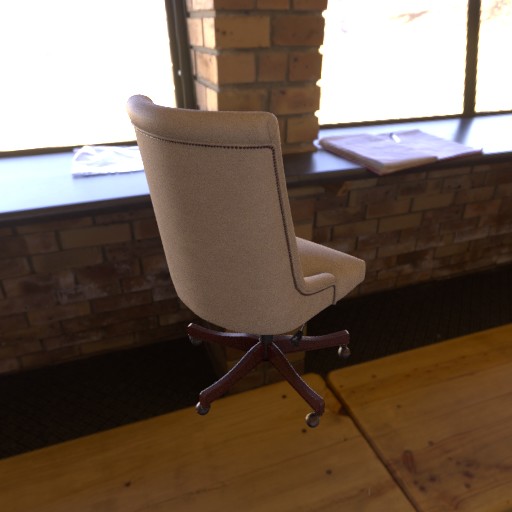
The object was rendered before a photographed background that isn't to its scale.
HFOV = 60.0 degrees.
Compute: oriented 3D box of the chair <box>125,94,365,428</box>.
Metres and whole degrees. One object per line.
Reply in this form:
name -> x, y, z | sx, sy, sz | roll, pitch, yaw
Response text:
chair -> 0.000, 0.000, 1.434 | 0.645, 1.010, 0.696 | 20, 34, 33
